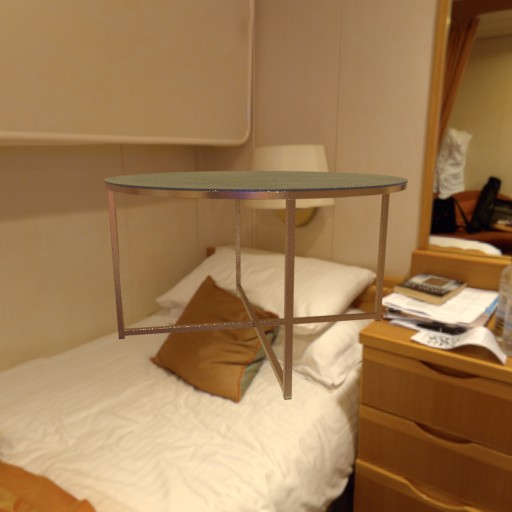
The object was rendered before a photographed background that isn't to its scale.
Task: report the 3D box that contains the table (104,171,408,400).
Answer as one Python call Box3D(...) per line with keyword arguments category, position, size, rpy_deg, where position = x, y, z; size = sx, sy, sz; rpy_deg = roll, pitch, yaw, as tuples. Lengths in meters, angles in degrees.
Box3D(category="table", position=(0.000, 0.000, 1.282), size=(0.800, 0.450, 0.800), rpy_deg=(0, 13, 0))
